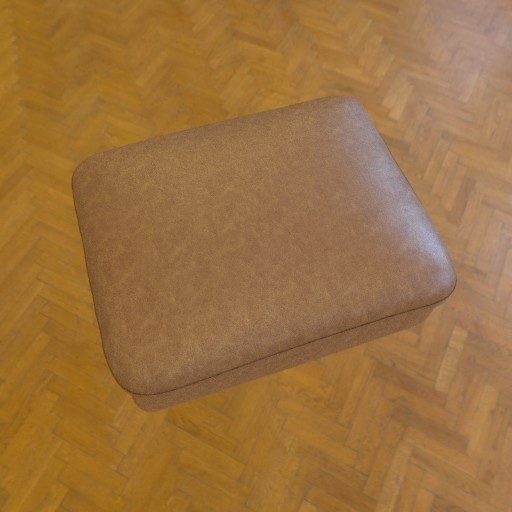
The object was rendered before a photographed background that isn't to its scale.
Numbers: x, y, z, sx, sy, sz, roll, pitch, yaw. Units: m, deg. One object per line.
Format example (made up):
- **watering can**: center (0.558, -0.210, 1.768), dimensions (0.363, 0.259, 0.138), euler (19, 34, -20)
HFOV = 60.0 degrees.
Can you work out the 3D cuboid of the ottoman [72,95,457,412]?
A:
- **ottoman**: center (0.000, 0.000, 1.127), dimensions (0.747, 0.478, 0.593), euler (-17, 65, -8)
